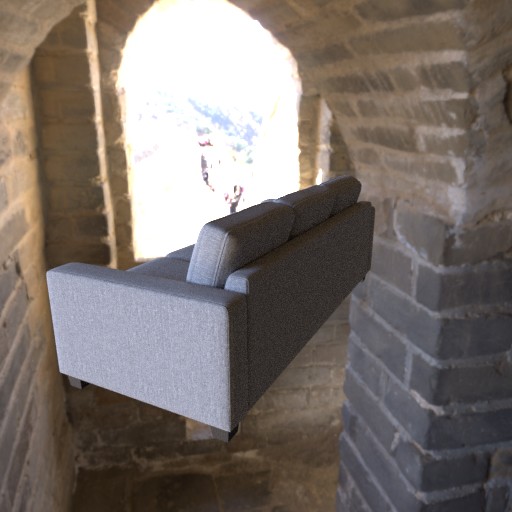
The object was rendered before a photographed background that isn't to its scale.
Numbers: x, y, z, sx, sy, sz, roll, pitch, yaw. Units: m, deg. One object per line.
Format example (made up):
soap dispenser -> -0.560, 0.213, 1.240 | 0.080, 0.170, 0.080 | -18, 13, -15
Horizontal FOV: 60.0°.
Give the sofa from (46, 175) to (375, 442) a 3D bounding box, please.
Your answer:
sofa -> 0.000, 0.000, 2.579 | 0.900, 0.800, 2.120 | 8, 18, 26
